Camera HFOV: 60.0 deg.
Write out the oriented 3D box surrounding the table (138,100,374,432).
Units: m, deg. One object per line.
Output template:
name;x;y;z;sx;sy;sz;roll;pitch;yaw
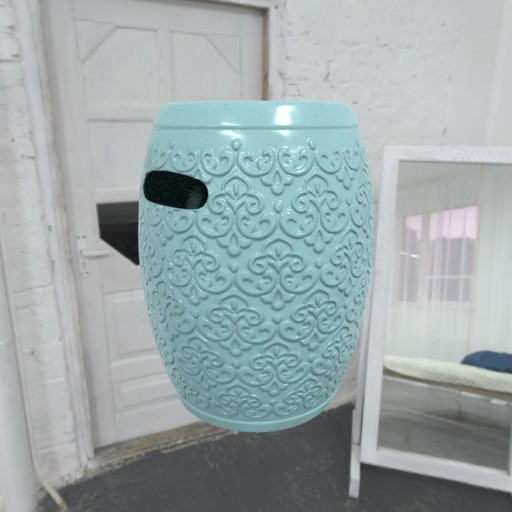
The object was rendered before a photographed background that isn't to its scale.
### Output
table;0.000;0.000;0.609;0.309;0.397;0.309;0;18;0
